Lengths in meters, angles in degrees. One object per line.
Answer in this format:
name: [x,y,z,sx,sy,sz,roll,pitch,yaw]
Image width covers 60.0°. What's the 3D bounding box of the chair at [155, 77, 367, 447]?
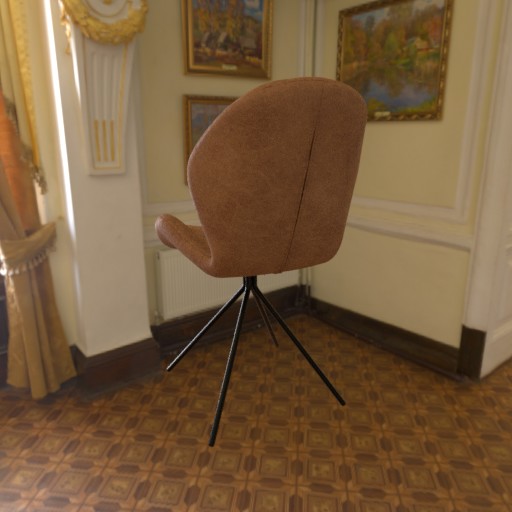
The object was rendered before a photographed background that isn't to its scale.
chair: [0.000,0.000,1.311,0.527,0.929,0.640,-7,17,-25]
